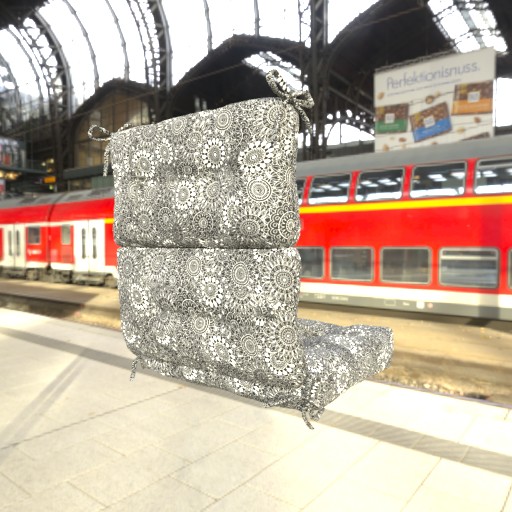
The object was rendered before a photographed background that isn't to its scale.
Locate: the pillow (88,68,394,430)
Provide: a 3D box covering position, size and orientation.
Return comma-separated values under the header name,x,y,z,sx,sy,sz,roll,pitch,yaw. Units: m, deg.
name,x,y,z,sx,sy,sz,roll,pitch,yaw
pillow,0.000,0.000,1.043,0.519,0.605,0.571,1,2,36
